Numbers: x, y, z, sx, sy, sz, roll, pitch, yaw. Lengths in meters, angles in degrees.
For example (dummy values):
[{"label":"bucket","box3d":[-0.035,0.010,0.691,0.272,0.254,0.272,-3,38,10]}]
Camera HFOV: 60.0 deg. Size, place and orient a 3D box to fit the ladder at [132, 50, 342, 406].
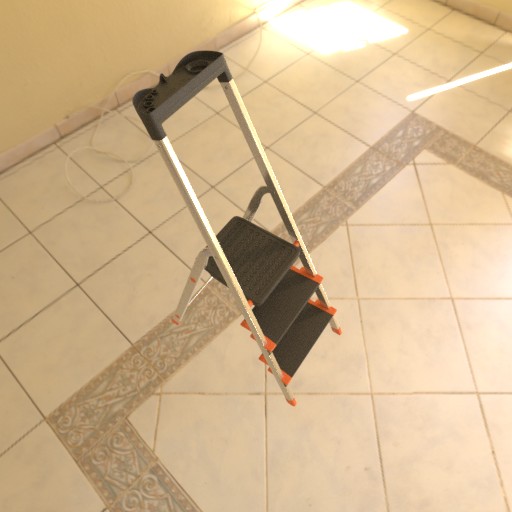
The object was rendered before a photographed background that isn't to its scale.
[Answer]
[{"label":"ladder","box3d":[0.000,0.000,1.546,0.686,1.229,0.416,31,63,18]}]
